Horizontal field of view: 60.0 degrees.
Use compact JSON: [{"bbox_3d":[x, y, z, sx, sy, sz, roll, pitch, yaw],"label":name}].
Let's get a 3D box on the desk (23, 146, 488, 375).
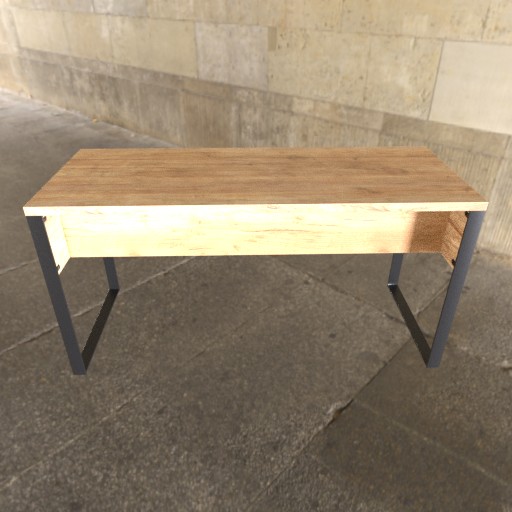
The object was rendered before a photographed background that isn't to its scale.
[{"bbox_3d":[0.000,0.000,1.901,1.520,0.760,0.600,-1,31,-1],"label":"desk"}]
